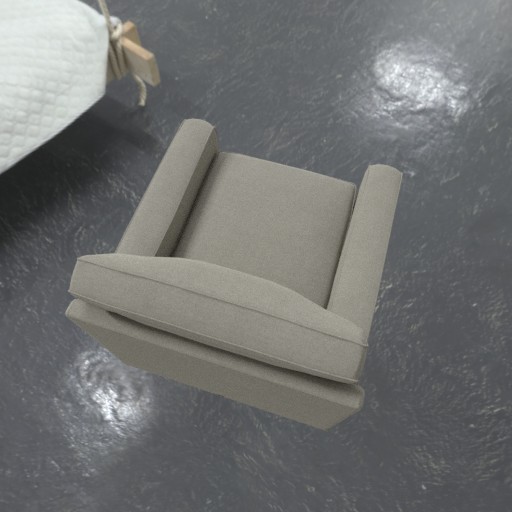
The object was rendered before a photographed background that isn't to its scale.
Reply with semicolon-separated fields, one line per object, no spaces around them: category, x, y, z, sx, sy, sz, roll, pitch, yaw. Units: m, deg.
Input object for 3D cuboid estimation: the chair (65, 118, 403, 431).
chair;0.000;0.000;1.837;0.999;0.934;1.044;16;65;8
